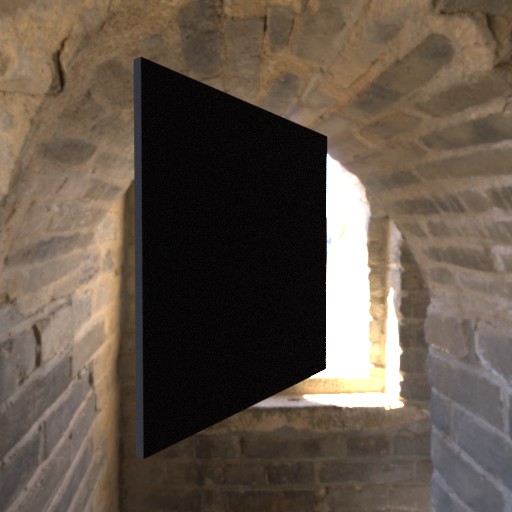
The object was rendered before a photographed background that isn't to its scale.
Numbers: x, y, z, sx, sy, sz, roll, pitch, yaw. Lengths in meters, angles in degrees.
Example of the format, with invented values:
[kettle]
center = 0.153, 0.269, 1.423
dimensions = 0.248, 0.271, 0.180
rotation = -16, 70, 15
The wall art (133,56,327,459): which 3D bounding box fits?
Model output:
[wall art]
center = 0.000, 0.000, 0.691
dimensions = 0.013, 0.458, 0.456
rotation = 1, 2, 36
